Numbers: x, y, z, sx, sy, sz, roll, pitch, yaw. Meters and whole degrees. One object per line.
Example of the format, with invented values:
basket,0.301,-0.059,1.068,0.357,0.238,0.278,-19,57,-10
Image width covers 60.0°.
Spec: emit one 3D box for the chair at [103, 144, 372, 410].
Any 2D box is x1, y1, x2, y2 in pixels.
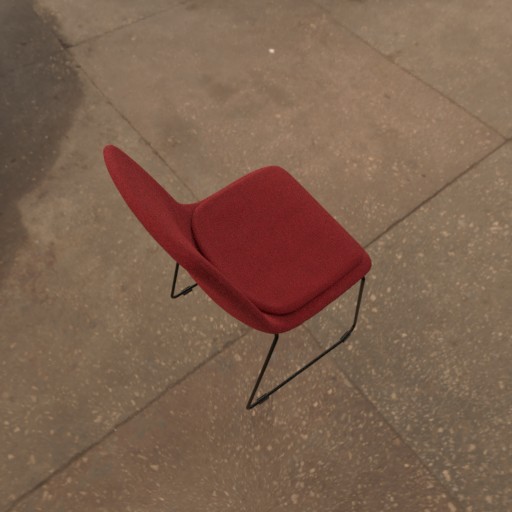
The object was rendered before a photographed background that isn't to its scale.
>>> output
chair,0.000,0.000,1.162,0.518,0.858,0.479,-31,64,-17
